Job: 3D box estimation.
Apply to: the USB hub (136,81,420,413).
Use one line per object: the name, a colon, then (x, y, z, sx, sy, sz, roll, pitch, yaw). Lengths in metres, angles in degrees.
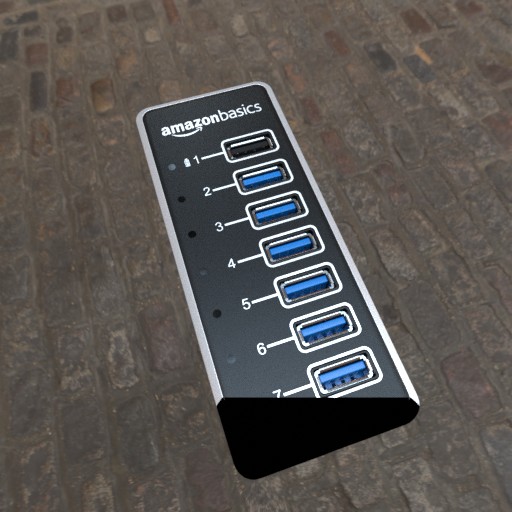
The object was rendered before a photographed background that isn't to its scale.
USB hub: (0.000, 0.000, 0.128, 0.044, 0.023, 0.110, -17, 65, -8)
